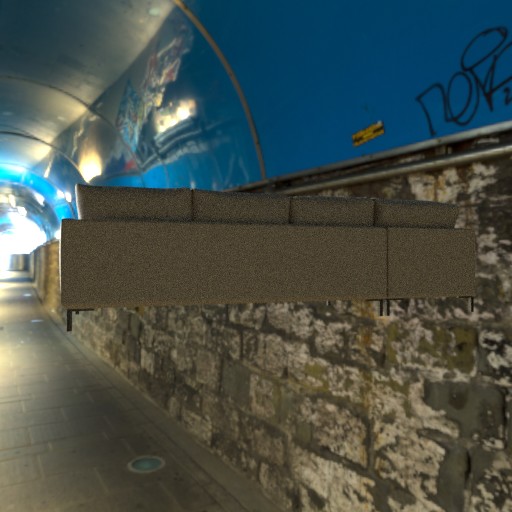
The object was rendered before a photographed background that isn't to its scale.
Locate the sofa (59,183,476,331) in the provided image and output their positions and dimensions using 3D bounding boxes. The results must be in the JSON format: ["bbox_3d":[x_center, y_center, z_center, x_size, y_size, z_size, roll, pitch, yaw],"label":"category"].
[{"bbox_3d":[0.000,0.000,3.130,2.423,0.703,1.617,0,-1,-19],"label":"sofa"}]
